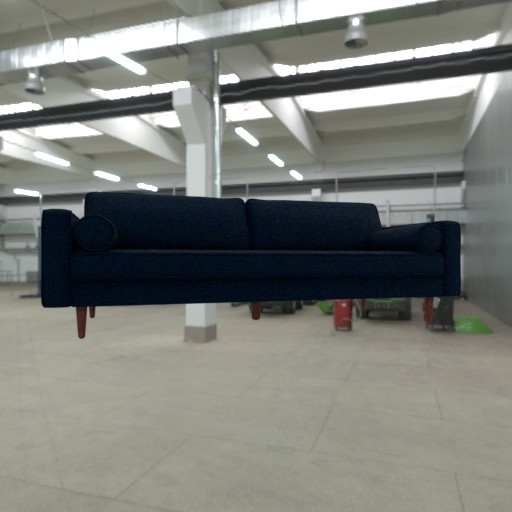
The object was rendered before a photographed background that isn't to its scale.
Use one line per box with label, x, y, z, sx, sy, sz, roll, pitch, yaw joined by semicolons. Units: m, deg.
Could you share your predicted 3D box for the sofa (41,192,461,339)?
sofa;0.000;0.000;2.639;2.210;0.762;0.914;0;0;-17
